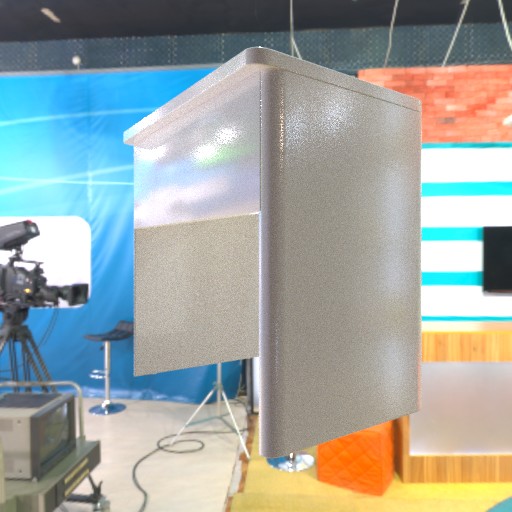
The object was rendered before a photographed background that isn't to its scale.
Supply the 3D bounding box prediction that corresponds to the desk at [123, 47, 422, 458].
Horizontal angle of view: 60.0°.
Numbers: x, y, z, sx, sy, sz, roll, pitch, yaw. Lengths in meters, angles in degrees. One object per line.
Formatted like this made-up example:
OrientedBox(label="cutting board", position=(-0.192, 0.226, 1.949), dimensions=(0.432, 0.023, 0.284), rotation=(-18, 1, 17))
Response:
OrientedBox(label="desk", position=(0.000, 0.000, 1.301), dimensions=(0.549, 0.800, 0.762), rotation=(0, 0, -35))
